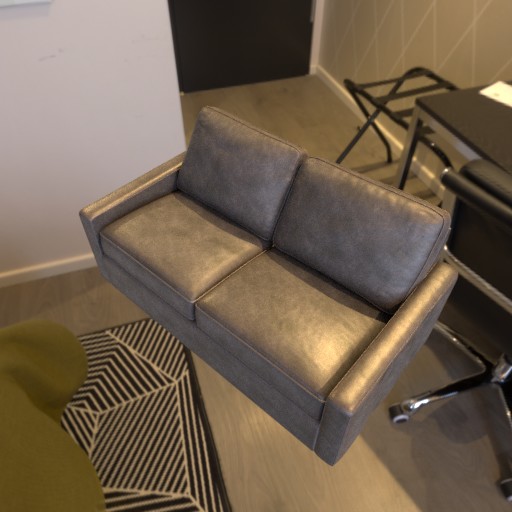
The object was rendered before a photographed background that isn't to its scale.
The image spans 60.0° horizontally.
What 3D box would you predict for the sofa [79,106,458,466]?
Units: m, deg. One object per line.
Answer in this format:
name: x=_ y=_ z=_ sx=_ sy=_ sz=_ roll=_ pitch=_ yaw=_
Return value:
sofa: x=0.000 y=0.000 z=2.282 sx=1.732 sy=0.916 sz=0.939 roll=32 pitch=54 yaw=27
